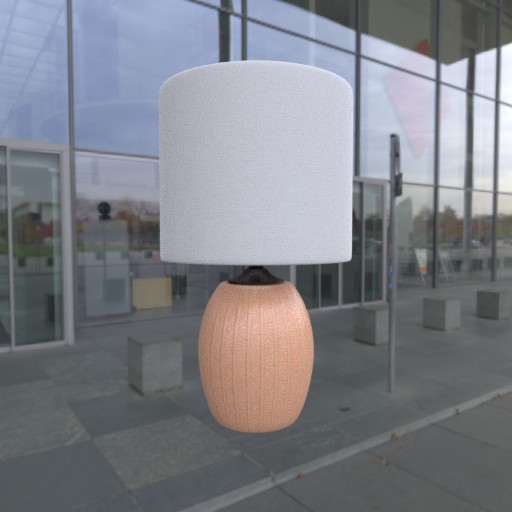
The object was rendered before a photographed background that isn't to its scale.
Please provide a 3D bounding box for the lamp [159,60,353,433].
[{"bbox_3d":[0.000,0.000,0.779,0.329,0.570,0.329,0,2,0],"label":"lamp"}]
